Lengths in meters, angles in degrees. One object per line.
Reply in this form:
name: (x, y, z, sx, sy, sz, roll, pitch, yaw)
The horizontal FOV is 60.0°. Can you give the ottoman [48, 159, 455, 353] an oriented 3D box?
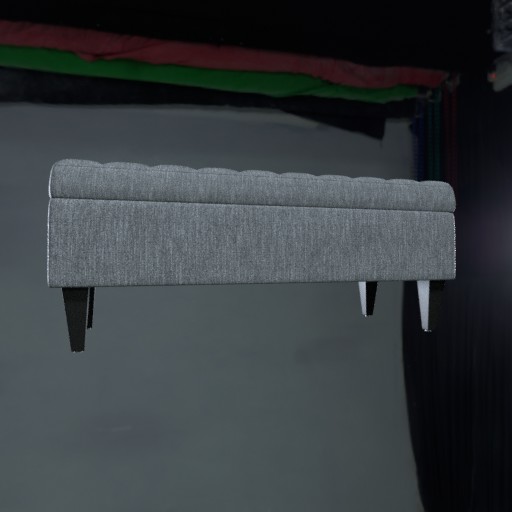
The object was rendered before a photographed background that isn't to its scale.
ottoman: (0.000, 0.000, 1.406, 1.151, 0.469, 0.482, 0, 0, -17)
